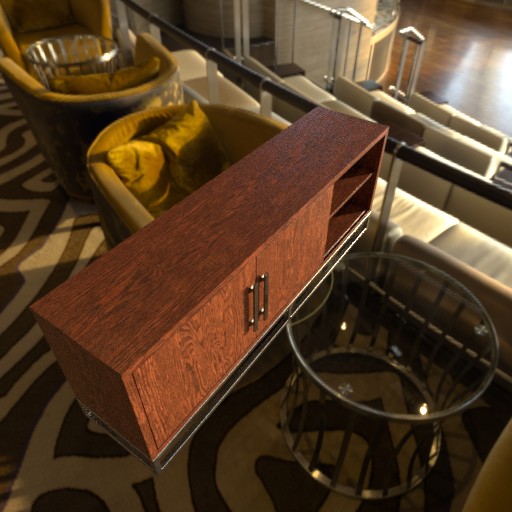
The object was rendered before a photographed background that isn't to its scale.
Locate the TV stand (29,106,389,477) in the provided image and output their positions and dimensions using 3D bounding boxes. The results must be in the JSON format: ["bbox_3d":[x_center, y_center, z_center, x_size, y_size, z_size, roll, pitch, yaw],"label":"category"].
[{"bbox_3d":[0.000,0.000,1.749,0.382,0.578,1.541,26,48,25],"label":"TV stand"}]
